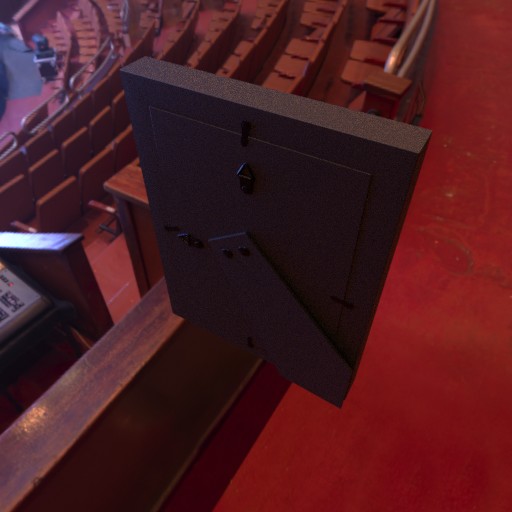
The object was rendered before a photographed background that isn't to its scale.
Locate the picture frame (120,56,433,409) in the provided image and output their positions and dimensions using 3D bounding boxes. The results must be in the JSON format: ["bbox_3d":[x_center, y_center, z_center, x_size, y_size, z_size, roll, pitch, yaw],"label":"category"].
[{"bbox_3d":[0.000,0.000,0.281,0.157,0.208,0.028,23,50,21],"label":"picture frame"}]
